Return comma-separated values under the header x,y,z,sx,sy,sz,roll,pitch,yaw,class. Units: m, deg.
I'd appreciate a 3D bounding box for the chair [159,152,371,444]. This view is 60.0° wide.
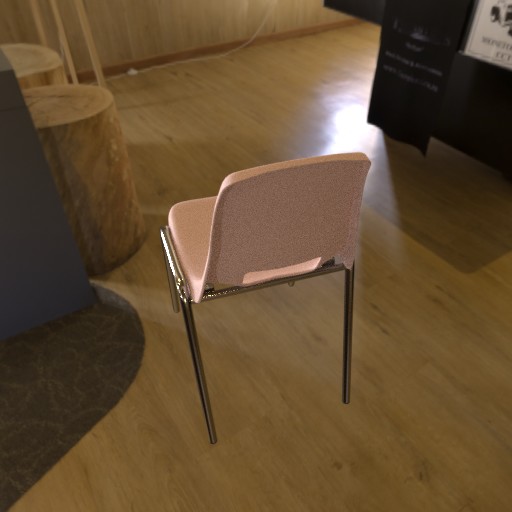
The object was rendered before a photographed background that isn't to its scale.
x,y,z,sx,sy,sz,roll,pitch,yaw,class
0.000,0.000,0.970,0.381,0.704,0.436,-12,44,-13,chair
